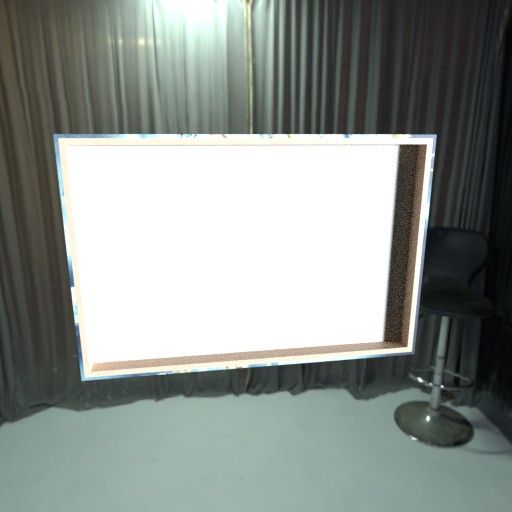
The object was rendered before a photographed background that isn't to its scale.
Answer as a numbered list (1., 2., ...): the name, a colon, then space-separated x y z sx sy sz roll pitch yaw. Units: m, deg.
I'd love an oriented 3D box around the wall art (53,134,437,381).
1. wall art: 0.000 0.000 0.766 0.607 0.405 0.036 -2 15 -9
